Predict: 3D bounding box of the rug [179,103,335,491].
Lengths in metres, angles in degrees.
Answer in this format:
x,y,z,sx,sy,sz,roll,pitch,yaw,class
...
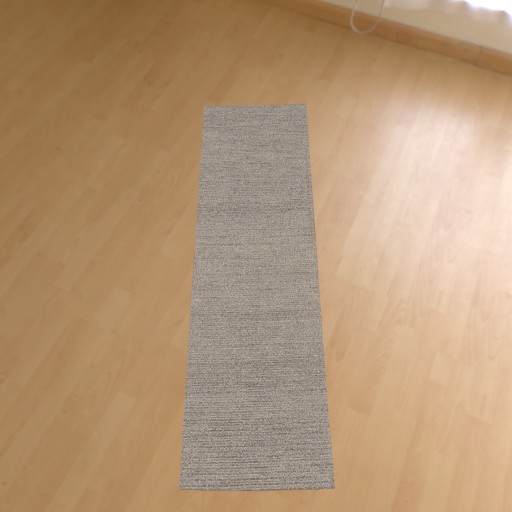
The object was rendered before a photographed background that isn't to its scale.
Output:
x,y,z,sx,sy,sz,roll,pitch,yaw,class
0.000,0.000,2.477,0.692,0.032,2.320,0,63,0,rug
